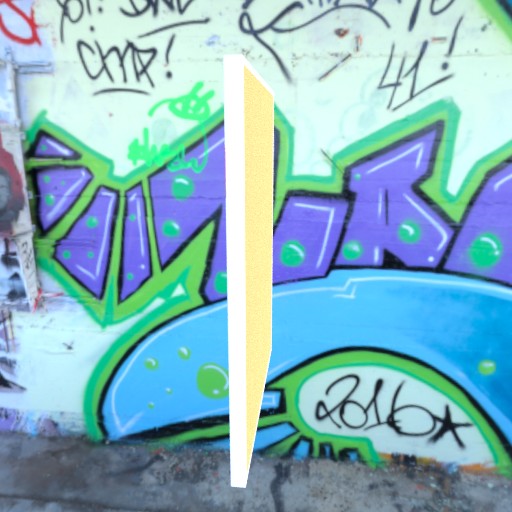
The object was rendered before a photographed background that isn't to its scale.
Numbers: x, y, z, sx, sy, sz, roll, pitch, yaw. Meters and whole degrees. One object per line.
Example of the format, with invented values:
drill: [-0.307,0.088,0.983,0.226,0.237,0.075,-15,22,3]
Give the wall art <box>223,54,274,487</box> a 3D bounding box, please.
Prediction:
wall art: [0.000,0.000,1.634,0.046,1.221,0.914,2,15,7]
